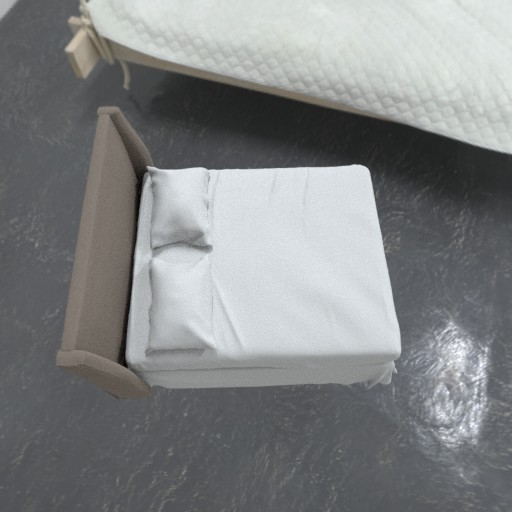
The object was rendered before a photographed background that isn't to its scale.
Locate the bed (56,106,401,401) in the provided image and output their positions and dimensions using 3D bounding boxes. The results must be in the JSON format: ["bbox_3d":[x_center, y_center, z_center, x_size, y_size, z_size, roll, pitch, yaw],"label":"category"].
[{"bbox_3d":[0.000,0.000,3.429,2.276,1.332,1.925,-2,64,-1],"label":"bed"}]
